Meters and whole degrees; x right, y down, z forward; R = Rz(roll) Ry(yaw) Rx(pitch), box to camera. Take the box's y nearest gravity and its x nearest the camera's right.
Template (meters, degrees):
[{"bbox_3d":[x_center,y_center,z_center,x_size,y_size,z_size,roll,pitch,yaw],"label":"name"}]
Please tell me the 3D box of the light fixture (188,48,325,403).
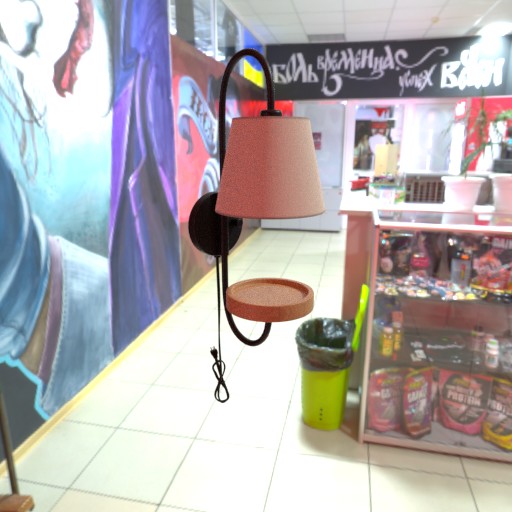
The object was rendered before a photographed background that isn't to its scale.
[{"bbox_3d":[0.000,0.000,0.944,0.299,0.821,0.220,14,20,43],"label":"light fixture"}]
